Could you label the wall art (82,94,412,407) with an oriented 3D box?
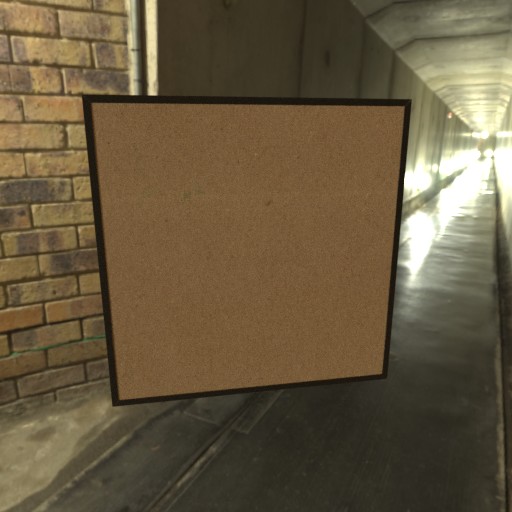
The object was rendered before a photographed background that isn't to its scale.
[{"bbox_3d":[0.000,0.000,1.129,0.762,0.762,0.038,-3,16,-10],"label":"wall art"}]
